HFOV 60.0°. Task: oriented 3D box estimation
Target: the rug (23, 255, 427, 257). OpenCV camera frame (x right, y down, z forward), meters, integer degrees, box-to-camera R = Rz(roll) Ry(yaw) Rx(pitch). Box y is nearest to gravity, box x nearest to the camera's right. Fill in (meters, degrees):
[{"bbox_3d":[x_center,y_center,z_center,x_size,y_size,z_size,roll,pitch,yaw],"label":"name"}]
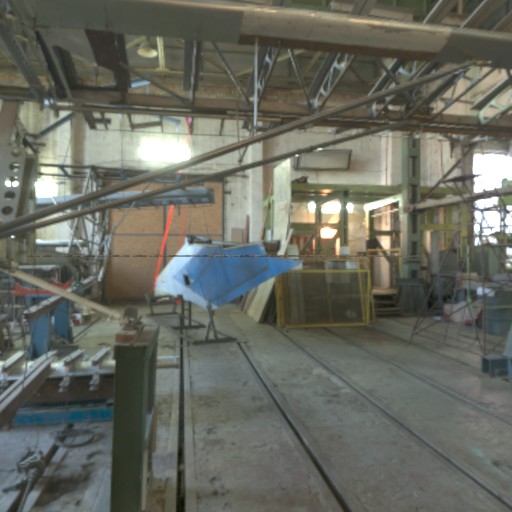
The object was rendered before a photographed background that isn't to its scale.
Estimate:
[{"bbox_3d":[0.000,0.000,4.204,2.379,0.011,3.221,0,0,35],"label":"rug"}]
